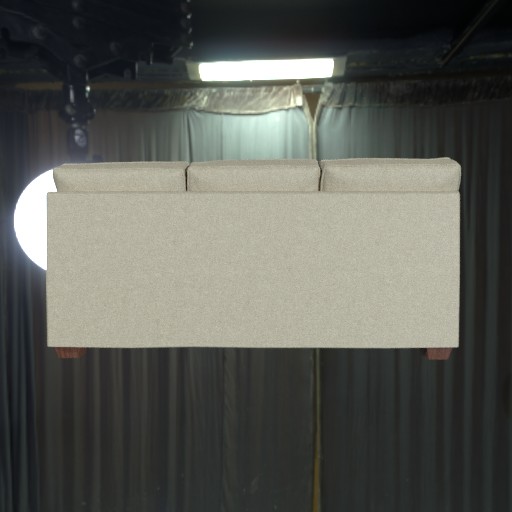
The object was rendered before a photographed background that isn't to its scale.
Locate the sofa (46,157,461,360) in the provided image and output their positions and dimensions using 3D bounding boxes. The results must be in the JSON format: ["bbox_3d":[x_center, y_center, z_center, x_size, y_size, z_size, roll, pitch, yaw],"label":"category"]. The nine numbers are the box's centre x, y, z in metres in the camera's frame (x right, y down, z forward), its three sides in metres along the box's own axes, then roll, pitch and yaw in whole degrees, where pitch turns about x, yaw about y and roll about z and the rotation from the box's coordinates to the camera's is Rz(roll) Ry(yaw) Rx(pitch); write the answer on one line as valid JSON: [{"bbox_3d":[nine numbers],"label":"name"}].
[{"bbox_3d":[0.000,0.000,2.543,1.962,0.973,1.027,0,0,0],"label":"sofa"}]
